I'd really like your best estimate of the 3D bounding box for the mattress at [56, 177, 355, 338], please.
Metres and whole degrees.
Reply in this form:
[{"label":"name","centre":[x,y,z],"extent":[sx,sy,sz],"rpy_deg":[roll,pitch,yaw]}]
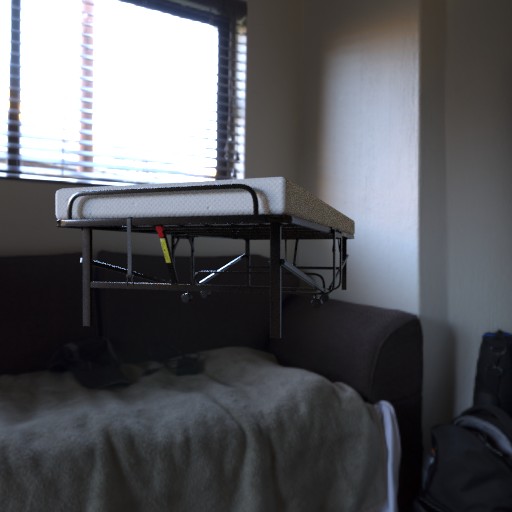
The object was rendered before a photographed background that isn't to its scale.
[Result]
[{"label":"mattress","centre":[0.000,0.000,2.481],"extent":[0.922,0.519,2.153],"rpy_deg":[0,1,18]}]
